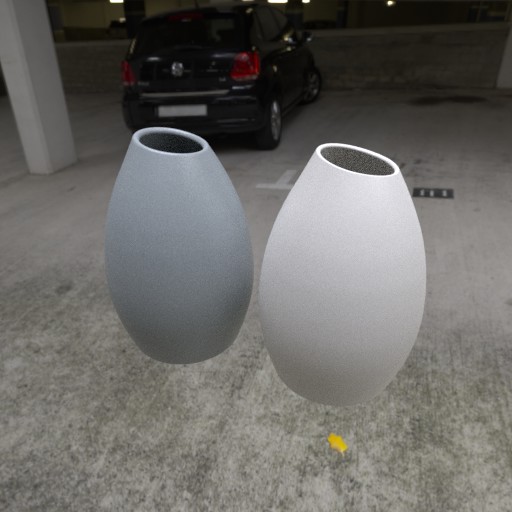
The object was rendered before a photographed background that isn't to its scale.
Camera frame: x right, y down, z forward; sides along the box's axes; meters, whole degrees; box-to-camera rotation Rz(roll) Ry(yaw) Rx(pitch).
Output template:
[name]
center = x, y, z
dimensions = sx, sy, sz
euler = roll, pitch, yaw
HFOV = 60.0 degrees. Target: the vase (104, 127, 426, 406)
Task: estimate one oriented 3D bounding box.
[vase]
center = 0.000, 0.000, 0.252
dimensions = 0.187, 0.131, 0.089
euler = 10, 32, 16
